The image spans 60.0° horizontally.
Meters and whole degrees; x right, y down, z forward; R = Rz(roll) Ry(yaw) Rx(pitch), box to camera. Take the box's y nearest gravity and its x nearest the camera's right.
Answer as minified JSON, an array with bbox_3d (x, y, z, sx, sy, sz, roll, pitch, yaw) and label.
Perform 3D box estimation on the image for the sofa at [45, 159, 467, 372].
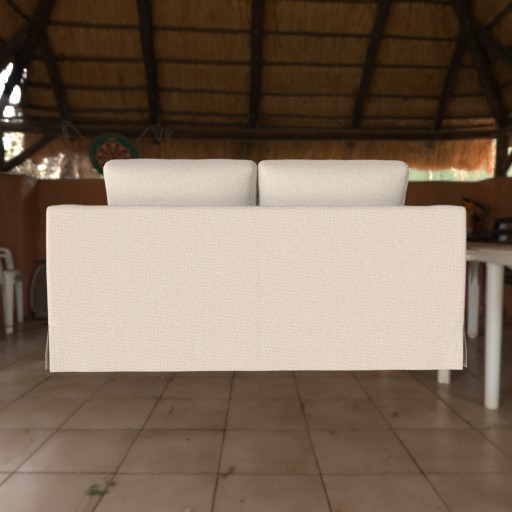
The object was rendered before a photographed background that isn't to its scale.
[{"bbox_3d":[0.000,0.000,2.361,1.813,0.932,1.009,0,2,-1],"label":"sofa"}]
